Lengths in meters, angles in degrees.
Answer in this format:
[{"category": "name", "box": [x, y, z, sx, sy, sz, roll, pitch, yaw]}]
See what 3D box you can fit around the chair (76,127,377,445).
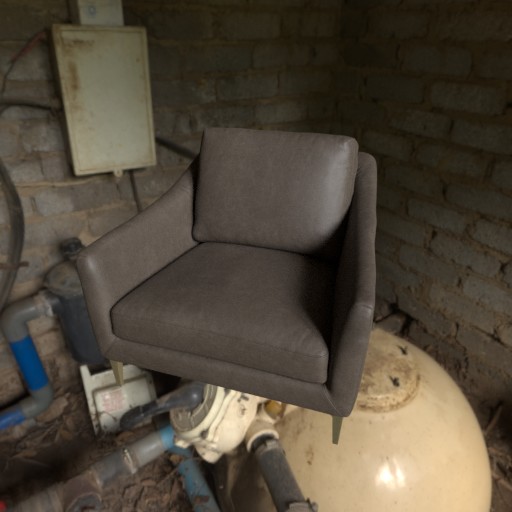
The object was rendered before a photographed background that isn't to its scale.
[{"category": "chair", "box": [0.000, 0.000, 1.799, 0.988, 0.901, 0.961, 9, 29, 16]}]
